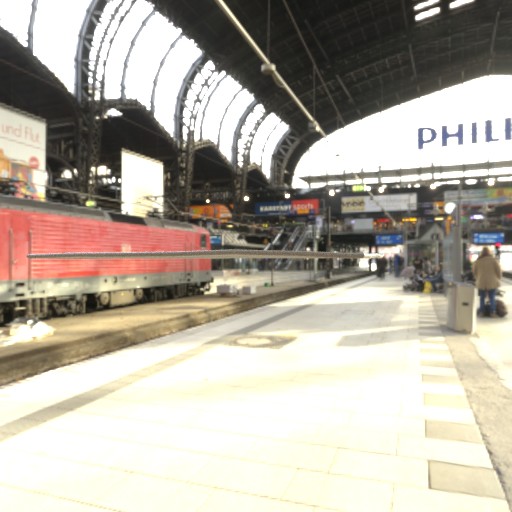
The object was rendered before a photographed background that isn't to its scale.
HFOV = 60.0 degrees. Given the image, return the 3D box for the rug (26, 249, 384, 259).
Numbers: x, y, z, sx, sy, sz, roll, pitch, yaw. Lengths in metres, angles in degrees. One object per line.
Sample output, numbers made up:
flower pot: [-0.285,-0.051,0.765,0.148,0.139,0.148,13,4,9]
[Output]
rug: [0.000,0.000,2.349,1.252,0.034,1.829,0,0,18]
